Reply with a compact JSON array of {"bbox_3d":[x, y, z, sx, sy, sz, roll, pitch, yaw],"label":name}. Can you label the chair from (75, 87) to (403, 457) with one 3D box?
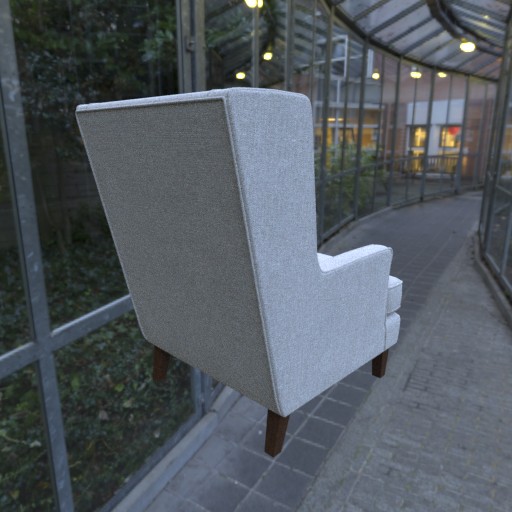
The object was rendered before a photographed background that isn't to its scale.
[{"bbox_3d":[0.000,0.000,1.664,0.764,1.082,0.948,14,20,42],"label":"chair"}]
